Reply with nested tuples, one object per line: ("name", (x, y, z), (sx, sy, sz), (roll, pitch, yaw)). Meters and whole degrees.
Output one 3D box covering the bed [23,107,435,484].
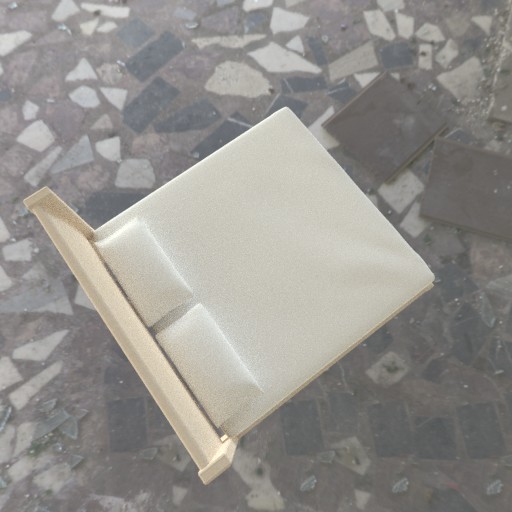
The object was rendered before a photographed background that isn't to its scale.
("bed", (0.000, 0.000, 3.600), (2.293, 1.471, 2.145), (-35, 77, -9))
